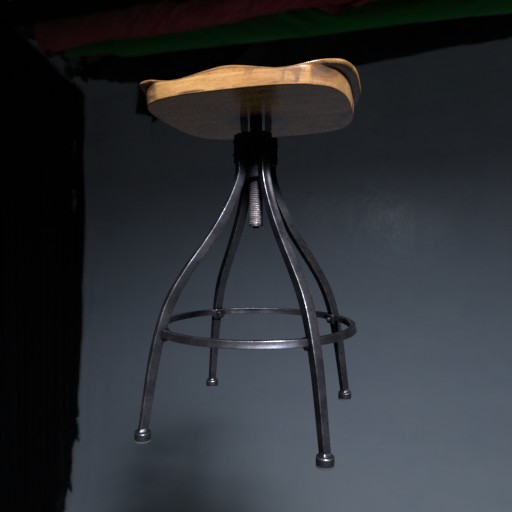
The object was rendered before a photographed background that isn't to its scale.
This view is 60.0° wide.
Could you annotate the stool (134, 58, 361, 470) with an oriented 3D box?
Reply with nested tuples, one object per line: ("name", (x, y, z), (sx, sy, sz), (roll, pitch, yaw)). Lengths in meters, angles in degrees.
("stool", (0.000, 0.000, 0.948), (0.432, 0.694, 0.424), (0, 1, 17))
